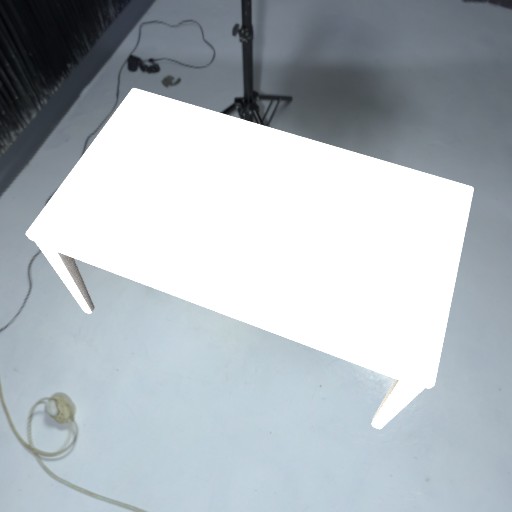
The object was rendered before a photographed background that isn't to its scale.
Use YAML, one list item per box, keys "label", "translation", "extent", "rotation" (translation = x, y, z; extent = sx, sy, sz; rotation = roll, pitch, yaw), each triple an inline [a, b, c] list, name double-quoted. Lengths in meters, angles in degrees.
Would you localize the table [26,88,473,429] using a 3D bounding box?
- label: "table"
  translation: [0.000, 0.000, 2.053]
  extent: [1.600, 0.760, 0.900]
  rotation: [19, 64, 10]
